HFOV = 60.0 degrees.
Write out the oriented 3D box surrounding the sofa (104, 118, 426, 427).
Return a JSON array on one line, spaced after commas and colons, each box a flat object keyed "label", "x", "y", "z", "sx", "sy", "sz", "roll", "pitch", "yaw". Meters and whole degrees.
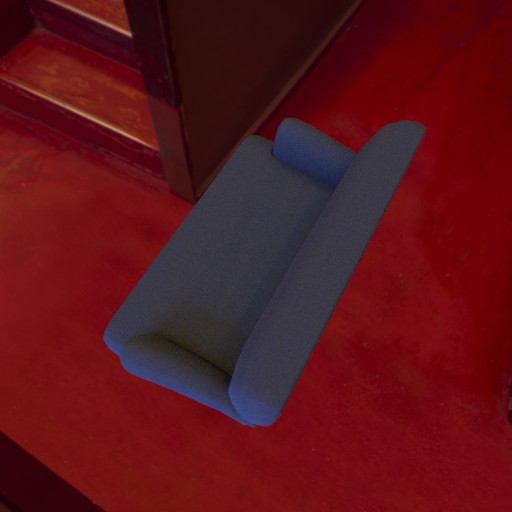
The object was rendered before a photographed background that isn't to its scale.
[{"label": "sofa", "x": 0.000, "y": 0.000, "z": 1.845, "sx": 0.779, "sy": 0.889, "sz": 1.297, "roll": 27, "pitch": 67, "yaw": 12}]
